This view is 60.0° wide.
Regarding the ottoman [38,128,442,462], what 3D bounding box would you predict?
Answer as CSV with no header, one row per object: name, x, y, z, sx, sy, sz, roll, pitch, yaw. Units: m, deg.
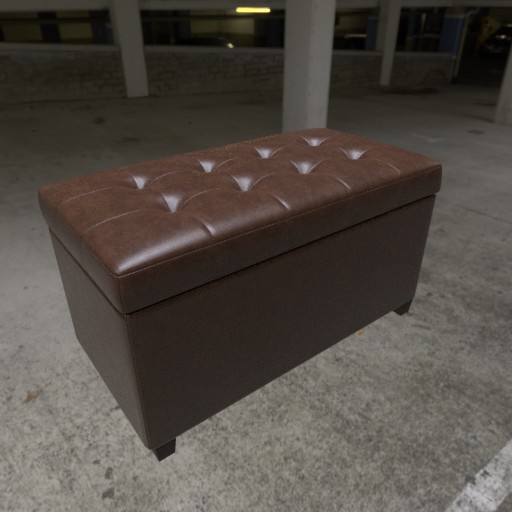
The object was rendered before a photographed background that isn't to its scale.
ottoman,0.000,0.000,1.097,0.838,0.470,0.432,-21,36,-32
